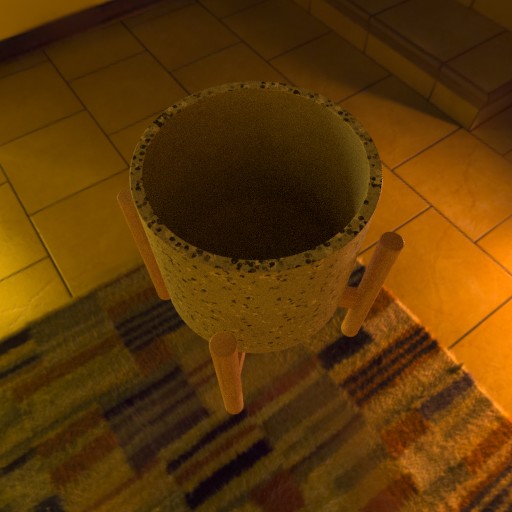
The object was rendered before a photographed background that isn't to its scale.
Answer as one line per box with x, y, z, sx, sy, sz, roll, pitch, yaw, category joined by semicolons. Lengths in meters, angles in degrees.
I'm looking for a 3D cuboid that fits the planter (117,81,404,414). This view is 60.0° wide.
0.000;0.000;0.530;0.284;0.320;0.284;31;64;17;planter
